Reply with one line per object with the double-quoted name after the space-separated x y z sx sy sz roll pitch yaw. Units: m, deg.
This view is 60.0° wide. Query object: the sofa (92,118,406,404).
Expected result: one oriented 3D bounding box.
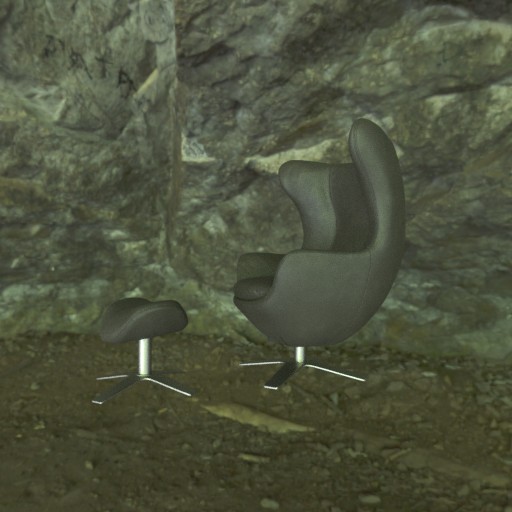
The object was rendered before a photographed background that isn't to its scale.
0.000 0.000 2.114 1.444 1.135 0.894 0 -1 -17 "sofa"
